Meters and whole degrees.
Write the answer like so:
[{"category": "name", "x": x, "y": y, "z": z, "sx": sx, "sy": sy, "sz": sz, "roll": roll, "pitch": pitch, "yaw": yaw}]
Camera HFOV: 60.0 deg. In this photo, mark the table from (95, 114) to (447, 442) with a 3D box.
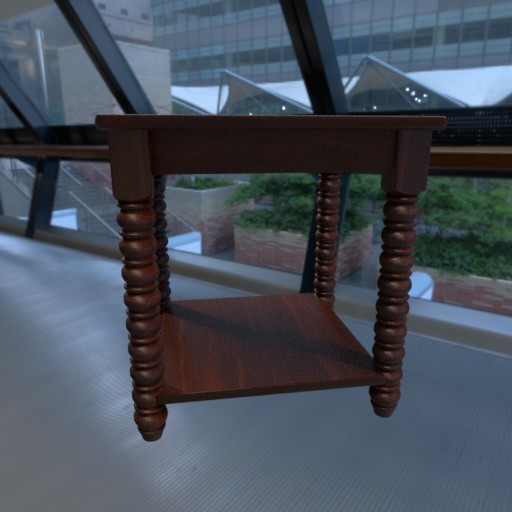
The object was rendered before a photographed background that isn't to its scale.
[{"category": "table", "x": 0.000, "y": 0.000, "z": 0.964, "sx": 0.533, "sy": 0.567, "sz": 0.500, "roll": -2, "pitch": 16, "yaw": -9}]
